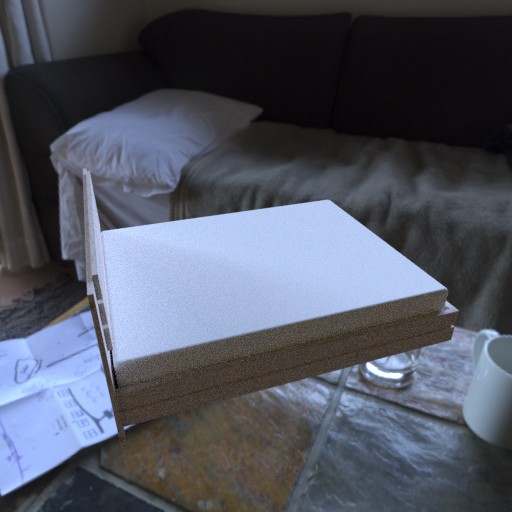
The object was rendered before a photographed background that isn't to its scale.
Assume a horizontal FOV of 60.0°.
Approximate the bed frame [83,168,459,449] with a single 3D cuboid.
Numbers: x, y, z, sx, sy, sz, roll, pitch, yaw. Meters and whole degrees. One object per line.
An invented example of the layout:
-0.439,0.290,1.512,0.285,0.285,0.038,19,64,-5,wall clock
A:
0.000,0.000,3.062,2.080,0.970,1.750,-10,31,-17,bed frame
